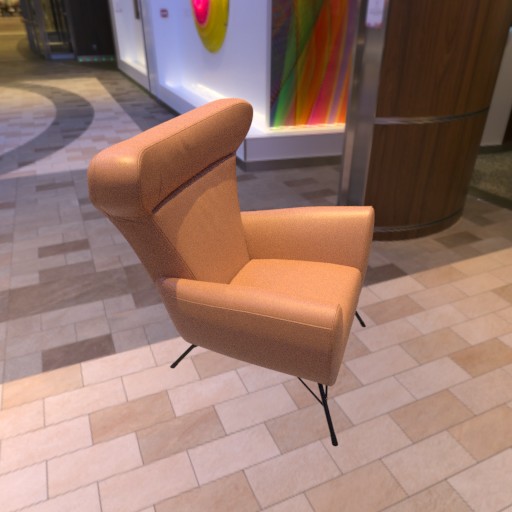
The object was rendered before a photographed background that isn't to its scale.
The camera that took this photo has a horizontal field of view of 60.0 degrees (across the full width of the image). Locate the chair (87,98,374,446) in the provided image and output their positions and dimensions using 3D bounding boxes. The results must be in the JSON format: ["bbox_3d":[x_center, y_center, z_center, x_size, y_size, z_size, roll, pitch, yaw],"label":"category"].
[{"bbox_3d":[0.000,0.000,1.788,0.900,1.050,0.980,10,32,17],"label":"chair"}]
